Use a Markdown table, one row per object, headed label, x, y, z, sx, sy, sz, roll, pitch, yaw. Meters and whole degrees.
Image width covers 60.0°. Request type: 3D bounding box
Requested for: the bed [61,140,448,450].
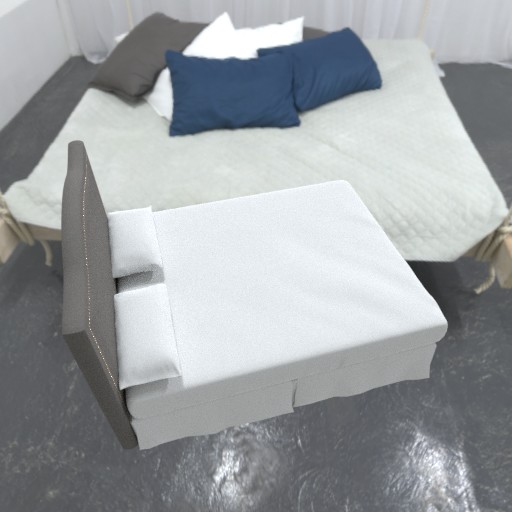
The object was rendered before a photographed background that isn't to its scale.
| label | x | y | z | sx | sy | sz | roll | pitch | yaw |
| --- | --- | --- | --- | --- | --- | --- | --- | --- | --- |
| bed | 0.000 | 0.000 | 3.218 | 2.282 | 1.436 | 1.821 | -11 | 47 | -11 |
